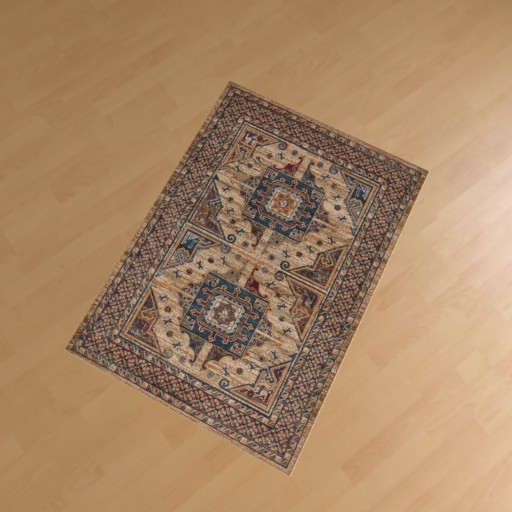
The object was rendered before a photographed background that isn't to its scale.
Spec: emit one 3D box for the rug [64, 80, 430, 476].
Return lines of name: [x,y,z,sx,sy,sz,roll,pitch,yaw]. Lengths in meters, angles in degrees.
rug: [0.000,0.000,2.979,1.611,0.008,2.227,27,77,7]
